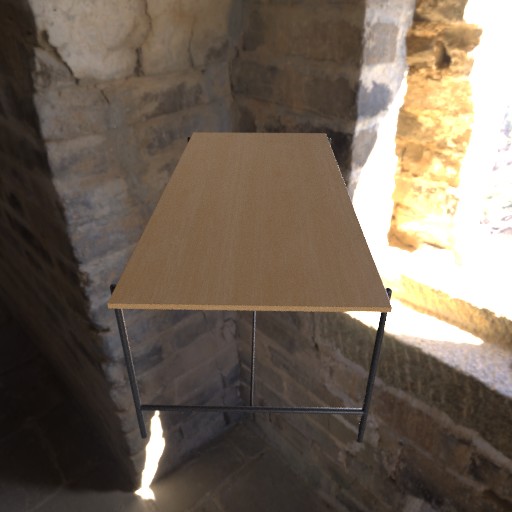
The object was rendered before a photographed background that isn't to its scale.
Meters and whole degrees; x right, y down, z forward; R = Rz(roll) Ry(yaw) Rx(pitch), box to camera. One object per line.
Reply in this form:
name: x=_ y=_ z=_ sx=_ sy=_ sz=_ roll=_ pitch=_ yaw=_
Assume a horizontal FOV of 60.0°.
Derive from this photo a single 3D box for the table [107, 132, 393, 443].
table: x=0.000 y=0.000 z=2.288 sx=0.900 sy=0.758 sz=1.800 roll=1 pitch=32 yaw=1
